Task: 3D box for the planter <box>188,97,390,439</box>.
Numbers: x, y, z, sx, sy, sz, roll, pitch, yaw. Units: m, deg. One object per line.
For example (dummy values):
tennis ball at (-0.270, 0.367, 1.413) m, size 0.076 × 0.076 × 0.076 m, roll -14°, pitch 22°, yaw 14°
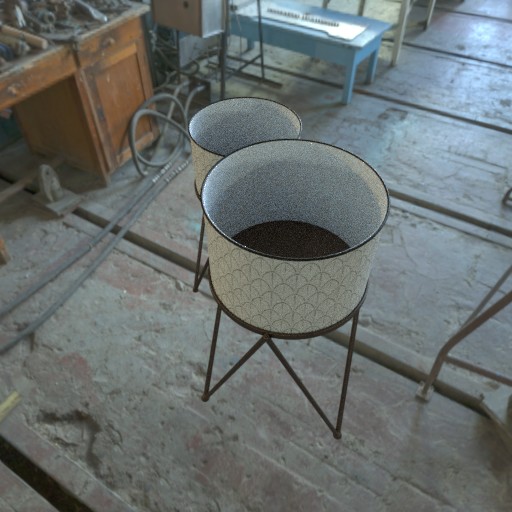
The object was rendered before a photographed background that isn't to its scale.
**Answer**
planter at (0.000, 0.000, 1.158) m, size 0.413 × 0.712 × 0.769 m, roll -10°, pitch 48°, yaw -9°
